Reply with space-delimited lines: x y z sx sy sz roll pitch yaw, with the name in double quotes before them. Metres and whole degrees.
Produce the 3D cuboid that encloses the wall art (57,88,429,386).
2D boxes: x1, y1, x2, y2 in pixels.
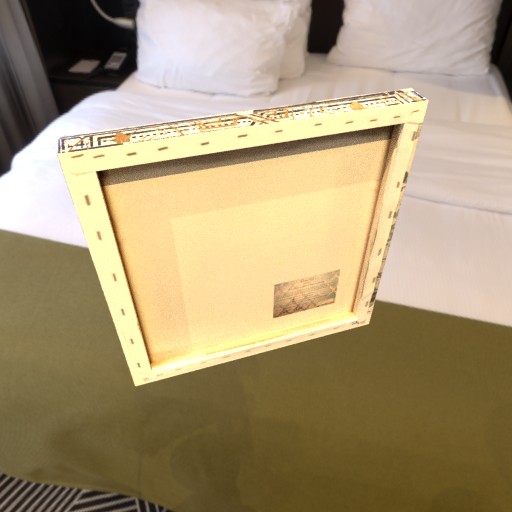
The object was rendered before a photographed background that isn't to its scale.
"wall art" 0.000 0.000 0.620 0.411 0.410 0.038 -12 44 -13
